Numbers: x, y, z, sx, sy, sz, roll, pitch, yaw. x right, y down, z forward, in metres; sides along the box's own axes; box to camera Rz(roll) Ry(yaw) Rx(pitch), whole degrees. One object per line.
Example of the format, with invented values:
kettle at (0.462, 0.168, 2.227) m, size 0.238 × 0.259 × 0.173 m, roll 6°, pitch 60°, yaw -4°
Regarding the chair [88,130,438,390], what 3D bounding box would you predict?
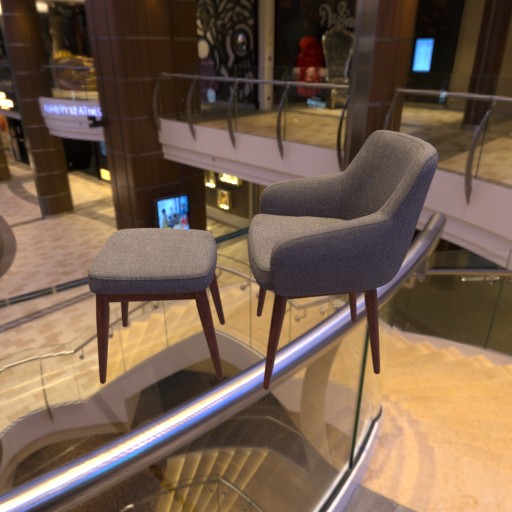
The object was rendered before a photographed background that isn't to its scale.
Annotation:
chair at (0.000, 0.000, 1.564) m, size 1.107 × 0.799 × 0.584 m, roll -1°, pitch 25°, yaw -2°
